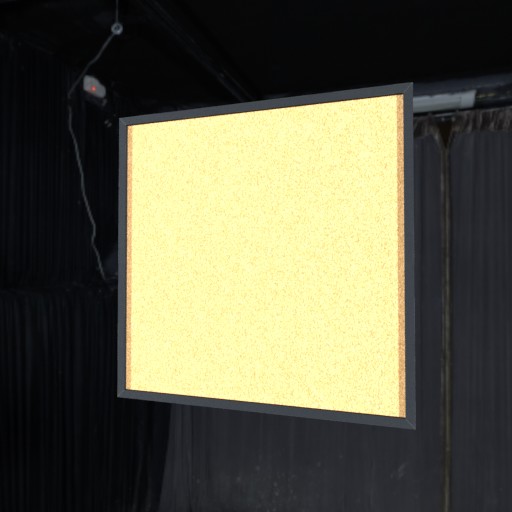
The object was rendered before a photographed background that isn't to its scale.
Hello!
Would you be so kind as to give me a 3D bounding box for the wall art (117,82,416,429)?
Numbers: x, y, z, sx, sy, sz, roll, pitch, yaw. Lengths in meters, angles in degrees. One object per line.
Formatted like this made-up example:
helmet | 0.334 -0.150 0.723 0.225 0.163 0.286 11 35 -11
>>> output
wall art | 0.000 0.000 0.455 0.305 0.305 0.037 0 -1 18
